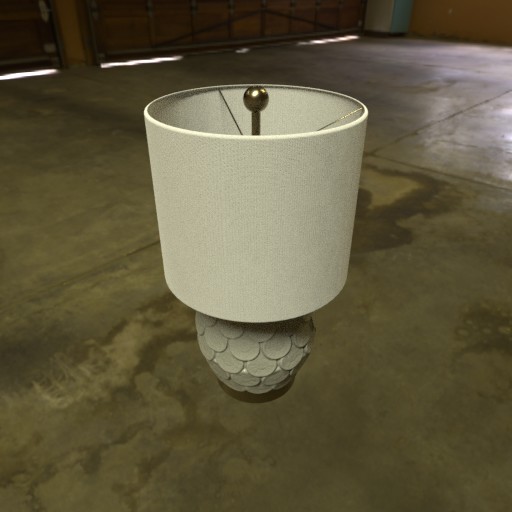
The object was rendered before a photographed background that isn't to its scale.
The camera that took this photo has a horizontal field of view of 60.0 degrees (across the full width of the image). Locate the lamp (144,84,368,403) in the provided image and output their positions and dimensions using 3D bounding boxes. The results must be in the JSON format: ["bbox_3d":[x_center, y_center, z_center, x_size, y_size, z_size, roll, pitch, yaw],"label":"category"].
[{"bbox_3d":[0.000,0.000,0.619,0.254,0.452,0.254,0,31,0],"label":"lamp"}]
